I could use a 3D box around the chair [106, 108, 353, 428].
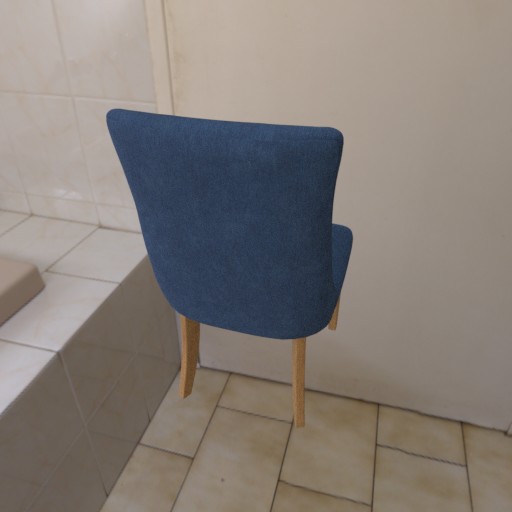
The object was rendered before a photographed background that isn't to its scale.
[{"bbox_3d":[0.000,0.000,1.259,0.495,0.902,0.609,10,34,15],"label":"chair"}]
